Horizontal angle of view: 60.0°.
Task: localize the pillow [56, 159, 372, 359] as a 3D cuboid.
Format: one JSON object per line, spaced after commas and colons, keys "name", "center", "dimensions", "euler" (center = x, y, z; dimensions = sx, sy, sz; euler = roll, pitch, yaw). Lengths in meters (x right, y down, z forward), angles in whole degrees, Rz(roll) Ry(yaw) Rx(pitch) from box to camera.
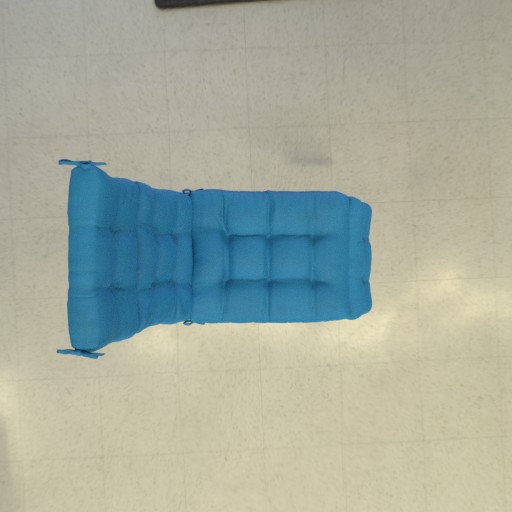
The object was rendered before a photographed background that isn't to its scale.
{"name": "pillow", "center": [0.000, 0.000, 1.523], "dimensions": [1.016, 0.863, 0.526], "euler": [0, 90, -1]}
